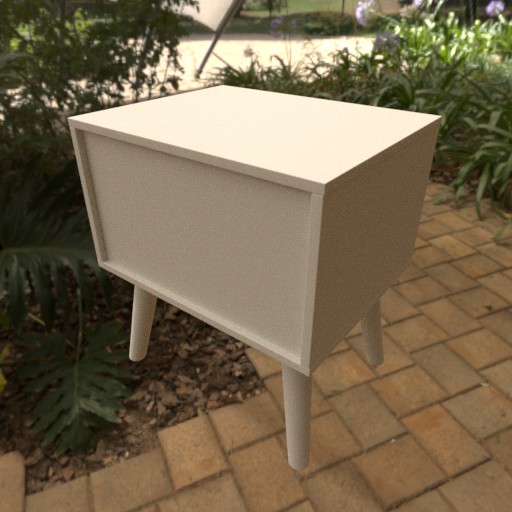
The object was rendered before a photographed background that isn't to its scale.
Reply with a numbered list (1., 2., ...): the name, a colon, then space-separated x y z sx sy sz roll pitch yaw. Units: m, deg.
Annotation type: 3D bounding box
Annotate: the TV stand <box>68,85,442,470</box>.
1. TV stand: 0.000 0.000 0.909 0.508 0.559 0.405 21 37 32
